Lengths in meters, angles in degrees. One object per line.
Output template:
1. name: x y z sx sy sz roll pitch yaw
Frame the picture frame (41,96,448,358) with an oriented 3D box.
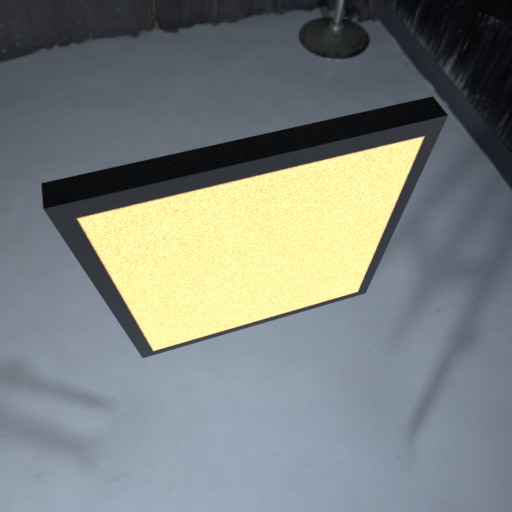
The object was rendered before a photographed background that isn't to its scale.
1. picture frame: 0.000 0.000 0.529 0.355 0.353 0.029 -15 60 -9
